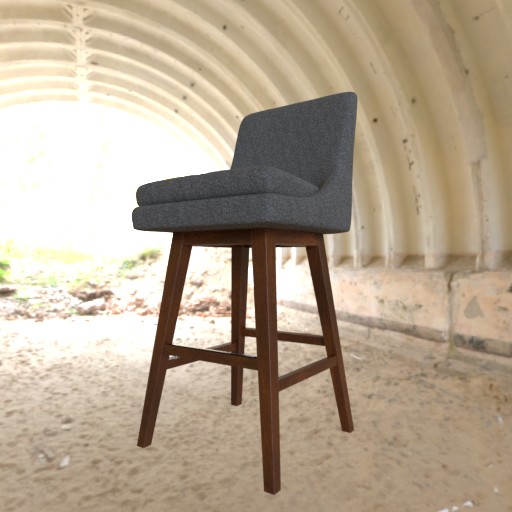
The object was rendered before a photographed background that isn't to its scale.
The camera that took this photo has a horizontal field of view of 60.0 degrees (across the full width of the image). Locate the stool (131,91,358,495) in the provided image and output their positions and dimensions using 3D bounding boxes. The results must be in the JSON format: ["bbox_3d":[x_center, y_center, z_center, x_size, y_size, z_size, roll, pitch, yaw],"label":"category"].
[{"bbox_3d":[0.000,0.000,1.337,0.489,1.068,0.572,0,-1,35],"label":"stool"}]
